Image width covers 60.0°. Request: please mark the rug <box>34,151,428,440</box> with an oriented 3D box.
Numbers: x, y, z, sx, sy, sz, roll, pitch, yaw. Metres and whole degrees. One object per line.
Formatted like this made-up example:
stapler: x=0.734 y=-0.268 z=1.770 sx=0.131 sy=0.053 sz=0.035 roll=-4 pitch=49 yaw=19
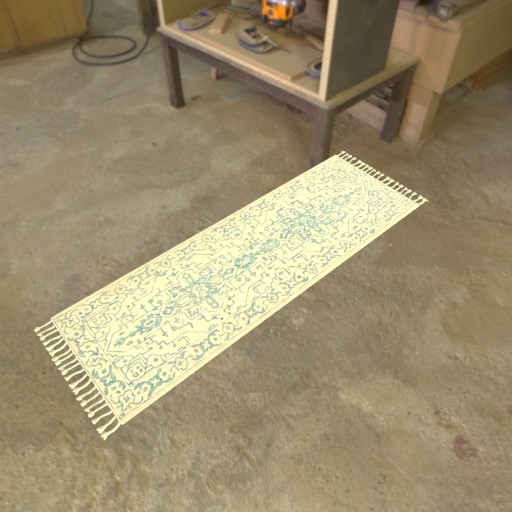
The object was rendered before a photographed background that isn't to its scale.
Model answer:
rug: x=0.000 y=0.000 z=2.677 sx=2.449 sy=0.011 sz=0.774 roll=-33 pitch=56 yaw=-26
